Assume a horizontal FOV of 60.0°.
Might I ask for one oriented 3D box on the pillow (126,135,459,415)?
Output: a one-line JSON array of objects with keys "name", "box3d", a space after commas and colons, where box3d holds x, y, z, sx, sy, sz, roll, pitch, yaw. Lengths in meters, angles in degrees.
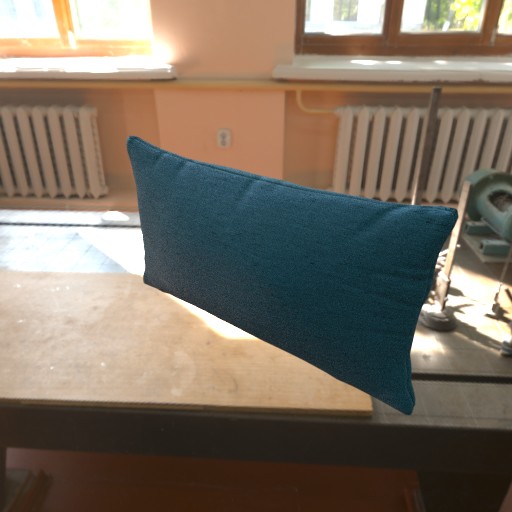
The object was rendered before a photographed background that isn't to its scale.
[{"name": "pillow", "box3d": [0.000, 0.000, 0.785, 0.633, 0.338, 0.210, 20, 34, 33]}]
